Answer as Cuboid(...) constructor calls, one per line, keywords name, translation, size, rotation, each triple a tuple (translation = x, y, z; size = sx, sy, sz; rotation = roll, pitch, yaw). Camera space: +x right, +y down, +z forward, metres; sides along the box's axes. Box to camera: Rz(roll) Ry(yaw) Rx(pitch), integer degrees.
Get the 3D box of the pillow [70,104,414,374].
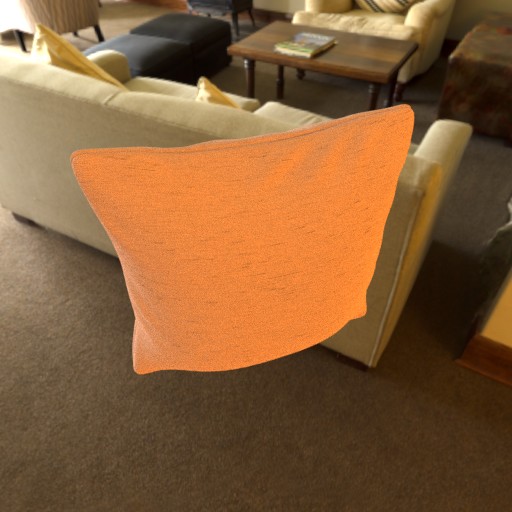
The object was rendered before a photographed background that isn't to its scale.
Cuboid(name="pillow", translation=(0.000, 0.000, 0.664), size=(0.432, 0.415, 0.246), rotation=(-12, 44, -13))
